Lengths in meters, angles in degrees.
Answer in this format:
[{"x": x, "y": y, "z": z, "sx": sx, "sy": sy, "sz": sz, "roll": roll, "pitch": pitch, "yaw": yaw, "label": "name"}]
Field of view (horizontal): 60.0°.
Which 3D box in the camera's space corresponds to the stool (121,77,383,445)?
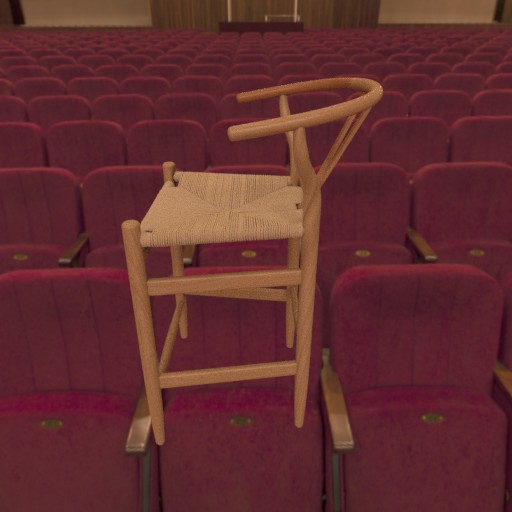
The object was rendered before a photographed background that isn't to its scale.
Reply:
[{"x": 0.000, "y": 0.000, "z": 1.248, "sx": 0.575, "sy": 0.923, "sz": 0.536, "roll": 0, "pitch": 27, "yaw": 0, "label": "stool"}]
